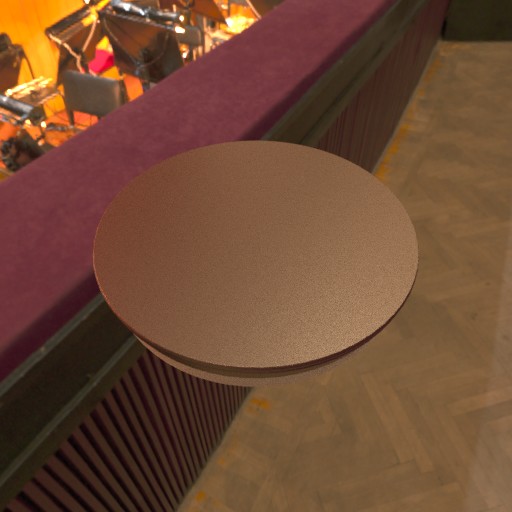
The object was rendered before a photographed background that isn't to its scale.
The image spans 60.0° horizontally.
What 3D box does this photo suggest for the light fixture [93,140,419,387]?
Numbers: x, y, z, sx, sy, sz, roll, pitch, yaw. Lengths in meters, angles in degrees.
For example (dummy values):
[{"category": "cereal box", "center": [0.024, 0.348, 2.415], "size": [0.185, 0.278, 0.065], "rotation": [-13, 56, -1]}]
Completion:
[{"category": "light fixture", "center": [0.000, 0.000, 0.549], "size": [0.368, 0.100, 0.368], "rotation": [0, 46, 0]}]
